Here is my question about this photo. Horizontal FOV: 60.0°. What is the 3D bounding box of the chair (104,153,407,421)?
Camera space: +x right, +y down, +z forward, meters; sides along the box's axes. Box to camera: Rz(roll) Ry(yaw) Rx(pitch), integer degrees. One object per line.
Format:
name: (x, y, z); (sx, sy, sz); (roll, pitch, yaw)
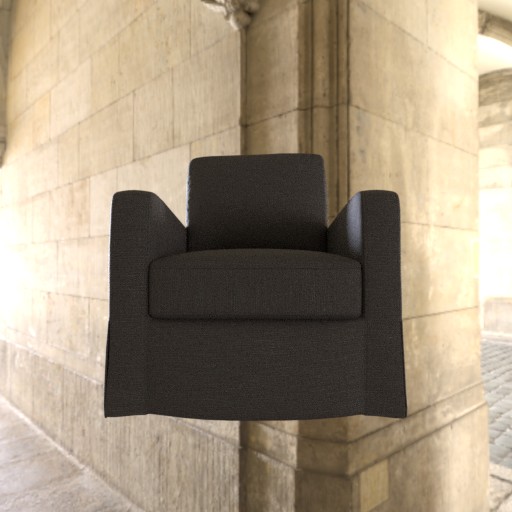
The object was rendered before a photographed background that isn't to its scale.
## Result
chair: (0.000, 0.000, 1.548); (0.798, 0.855, 0.863); (0, -1, 1)
